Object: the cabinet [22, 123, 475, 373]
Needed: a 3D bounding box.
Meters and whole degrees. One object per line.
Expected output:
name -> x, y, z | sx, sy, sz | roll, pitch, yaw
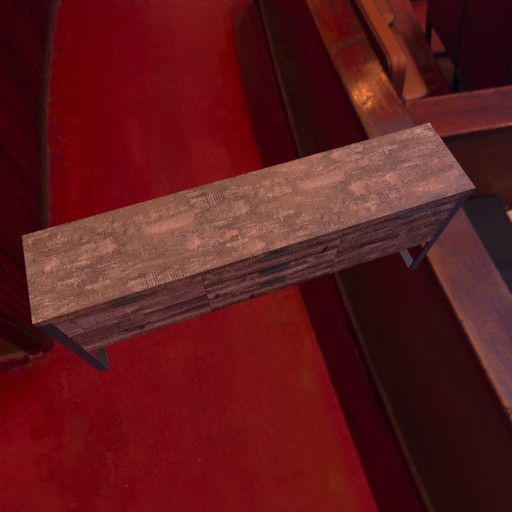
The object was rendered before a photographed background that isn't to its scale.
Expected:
cabinet -> 0.000, 0.000, 2.120 | 1.800, 0.762, 0.395 | -17, 64, -9
